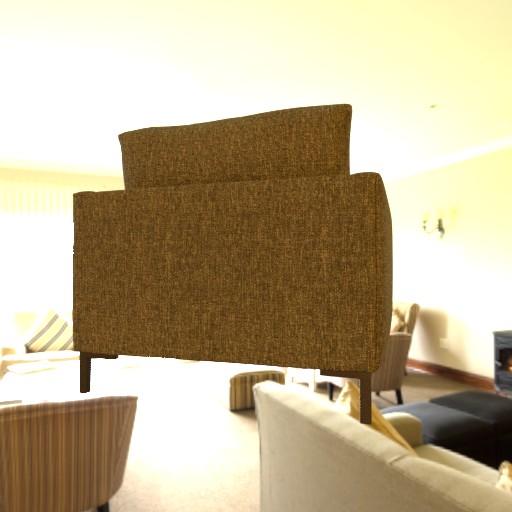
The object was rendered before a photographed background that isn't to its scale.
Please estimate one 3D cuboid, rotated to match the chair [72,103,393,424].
[{"bbox_3d":[0.000,0.000,1.636,0.963,0.861,0.866,-1,-2,19],"label":"chair"}]
